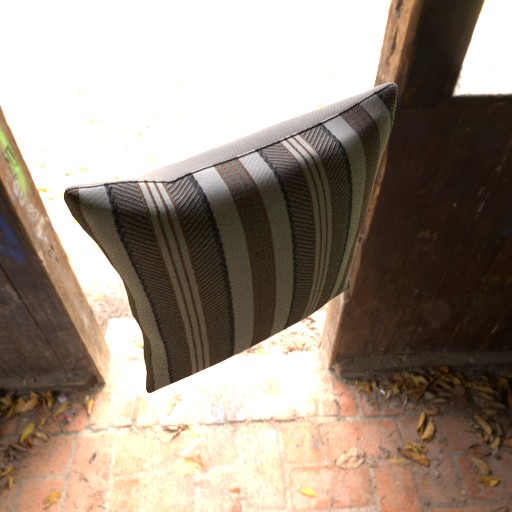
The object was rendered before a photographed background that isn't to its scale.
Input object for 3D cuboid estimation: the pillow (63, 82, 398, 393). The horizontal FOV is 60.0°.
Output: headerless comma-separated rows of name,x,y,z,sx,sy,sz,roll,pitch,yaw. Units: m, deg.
pillow,0.000,0.000,0.622,0.416,0.401,0.173,-24,51,-21
